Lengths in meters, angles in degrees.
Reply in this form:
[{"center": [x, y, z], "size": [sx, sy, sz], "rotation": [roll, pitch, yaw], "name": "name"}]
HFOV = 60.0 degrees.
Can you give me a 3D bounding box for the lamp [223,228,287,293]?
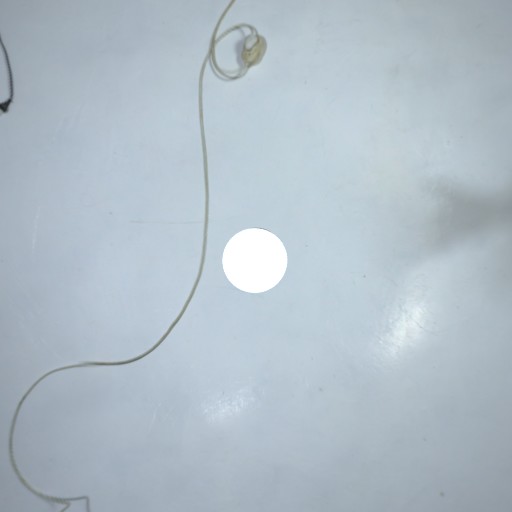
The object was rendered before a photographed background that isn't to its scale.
[{"center": [0.000, 0.000, 2.105], "size": [0.355, 1.919, 0.355], "rotation": [0, 91, 0], "name": "lamp"}]
